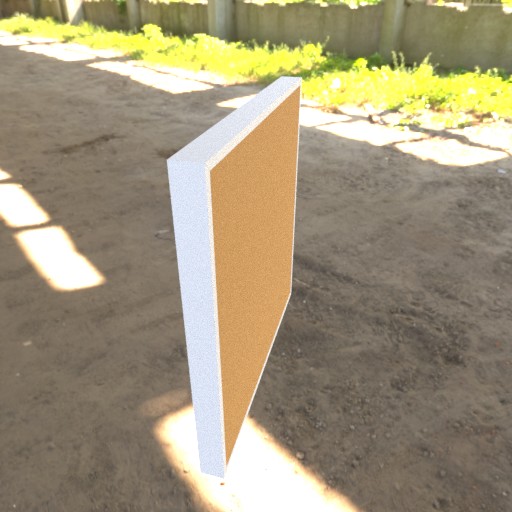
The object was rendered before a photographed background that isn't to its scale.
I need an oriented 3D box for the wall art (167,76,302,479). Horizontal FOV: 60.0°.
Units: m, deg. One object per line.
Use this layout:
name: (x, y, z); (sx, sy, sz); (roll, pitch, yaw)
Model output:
wall art: (0.000, 0.000, 0.462); (0.024, 0.304, 0.304); (8, 32, 13)
